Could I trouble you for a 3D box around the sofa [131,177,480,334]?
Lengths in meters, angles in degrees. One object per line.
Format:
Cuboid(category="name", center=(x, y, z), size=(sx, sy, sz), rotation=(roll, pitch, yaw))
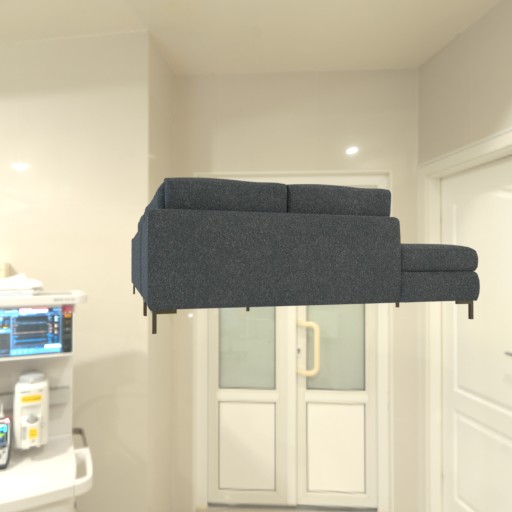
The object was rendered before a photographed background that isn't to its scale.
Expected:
Cuboid(category="sofa", center=(0.000, 0.000, 3.835), size=(2.007, 0.813, 2.956), rotation=(0, -1, -17))
